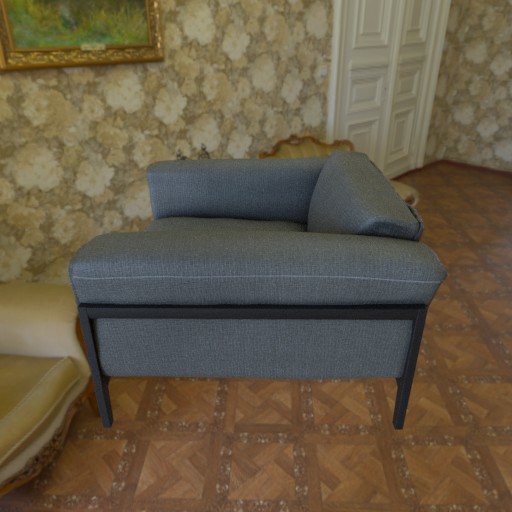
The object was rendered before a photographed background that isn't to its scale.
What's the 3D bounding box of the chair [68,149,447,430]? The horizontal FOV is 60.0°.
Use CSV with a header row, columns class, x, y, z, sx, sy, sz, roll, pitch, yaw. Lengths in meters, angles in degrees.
class,x,y,z,sx,sy,sz,roll,pitch,yaw
chair,0.000,0.000,1.651,0.969,0.646,1.056,0,27,0
